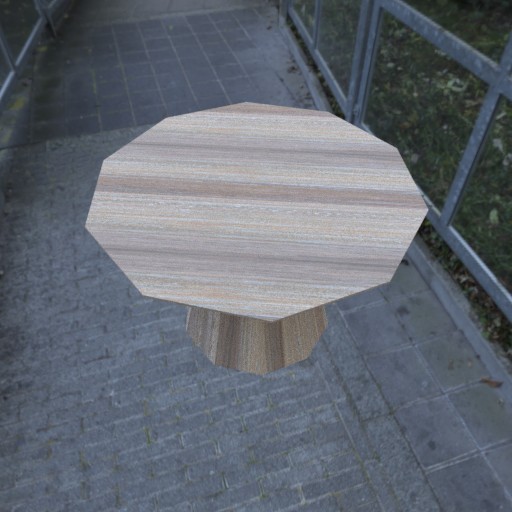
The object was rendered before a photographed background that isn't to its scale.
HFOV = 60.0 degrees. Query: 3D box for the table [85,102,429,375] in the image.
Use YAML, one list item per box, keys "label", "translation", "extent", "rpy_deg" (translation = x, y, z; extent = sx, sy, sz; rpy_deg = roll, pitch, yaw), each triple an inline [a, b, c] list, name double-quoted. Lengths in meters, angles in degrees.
- label: "table"
  translation: [0.000, 0.000, 1.850]
  extent: [1.186, 0.752, 1.186]
  rpy_deg: [0, 47, 0]
